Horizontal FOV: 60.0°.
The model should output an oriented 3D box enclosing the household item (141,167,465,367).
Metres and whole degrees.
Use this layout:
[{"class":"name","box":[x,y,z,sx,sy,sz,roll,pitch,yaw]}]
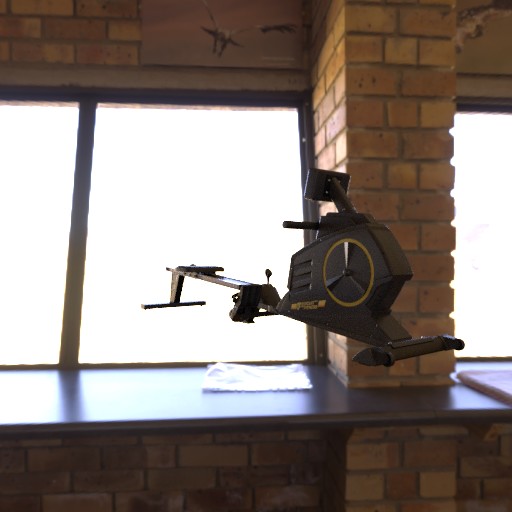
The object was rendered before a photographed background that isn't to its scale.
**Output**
[{"class":"household item","box":[0.000,0.000,2.568,0.521,0.810,2.251,0,0,-36]}]
